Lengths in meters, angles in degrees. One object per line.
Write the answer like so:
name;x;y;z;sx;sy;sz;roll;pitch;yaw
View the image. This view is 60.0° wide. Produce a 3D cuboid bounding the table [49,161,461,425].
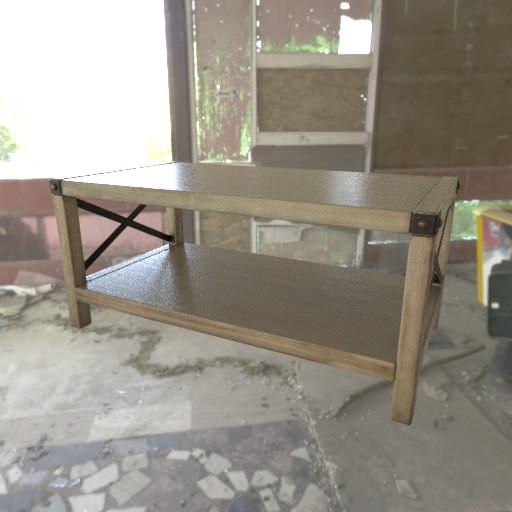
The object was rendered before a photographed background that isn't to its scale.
table;0.000;0.000;1.298;1.016;0.456;0.559;9;20;26
